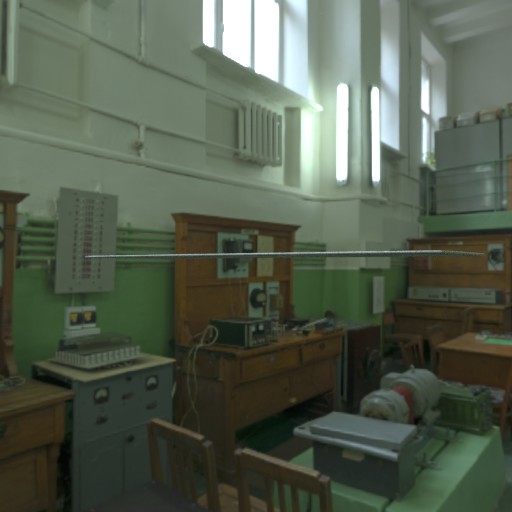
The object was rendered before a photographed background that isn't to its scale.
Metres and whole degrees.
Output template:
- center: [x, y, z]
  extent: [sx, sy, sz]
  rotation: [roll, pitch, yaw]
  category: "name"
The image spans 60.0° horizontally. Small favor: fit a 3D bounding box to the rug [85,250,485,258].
- center: [0.000, 0.000, 2.781]
  extent: [2.452, 0.017, 0.855]
  rotation: [-1, -1, 37]
  category: "rug"
